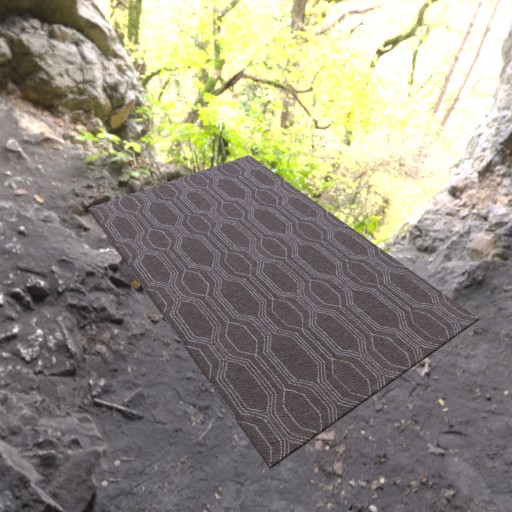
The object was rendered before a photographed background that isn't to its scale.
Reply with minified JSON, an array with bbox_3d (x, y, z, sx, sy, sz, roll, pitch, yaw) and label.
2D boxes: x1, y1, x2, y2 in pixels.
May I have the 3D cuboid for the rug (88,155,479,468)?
[{"bbox_3d":[0.000,0.000,3.071,1.541,0.012,2.457,-24,47,-25],"label":"rug"}]
